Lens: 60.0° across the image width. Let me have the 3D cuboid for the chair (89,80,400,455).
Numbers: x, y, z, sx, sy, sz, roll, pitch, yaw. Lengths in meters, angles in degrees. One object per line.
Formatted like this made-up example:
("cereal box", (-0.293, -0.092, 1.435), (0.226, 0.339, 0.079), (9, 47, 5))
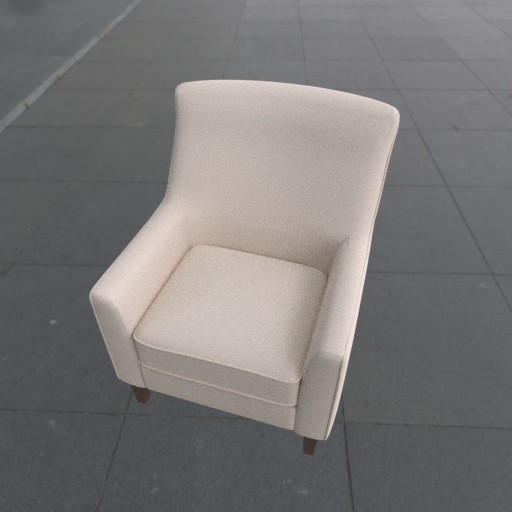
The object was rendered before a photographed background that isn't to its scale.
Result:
("chair", (0.000, 0.000, 1.535), (0.756, 0.916, 0.879), (12, 42, 13))
